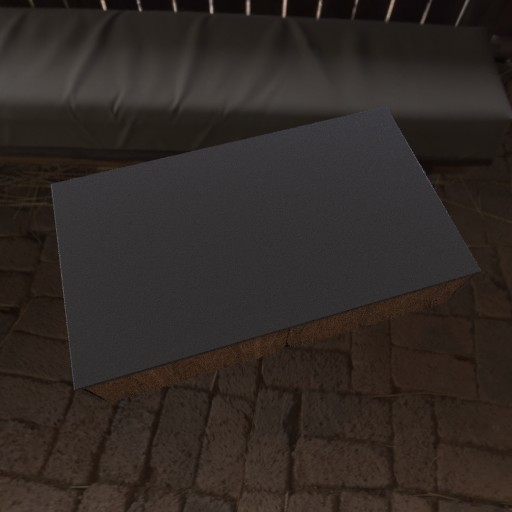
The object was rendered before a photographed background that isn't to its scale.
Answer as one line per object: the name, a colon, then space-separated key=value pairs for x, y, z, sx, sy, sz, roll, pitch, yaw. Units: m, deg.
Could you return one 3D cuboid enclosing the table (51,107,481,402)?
table: x=0.000 y=0.000 z=1.568 sx=1.201 sy=0.404 sz=0.703 roll=-15 pitch=64 yaw=-7
